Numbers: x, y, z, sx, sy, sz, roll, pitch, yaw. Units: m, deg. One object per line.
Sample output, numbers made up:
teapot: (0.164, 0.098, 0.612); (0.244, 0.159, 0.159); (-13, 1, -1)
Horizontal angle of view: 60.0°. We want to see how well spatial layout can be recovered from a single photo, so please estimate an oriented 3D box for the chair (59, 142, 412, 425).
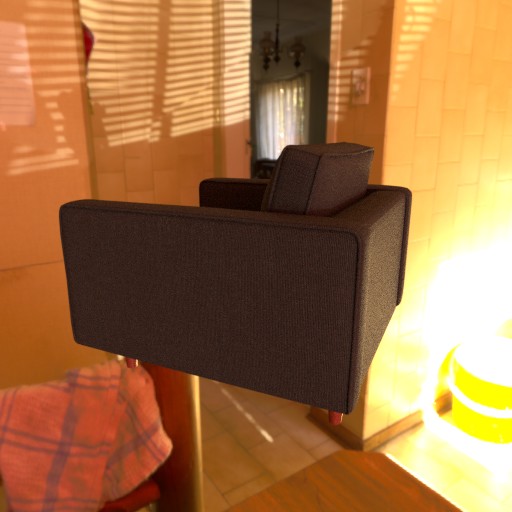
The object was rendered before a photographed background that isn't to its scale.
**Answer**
chair: (0.000, 0.000, 1.550); (0.919, 0.770, 0.899); (7, 17, 24)
